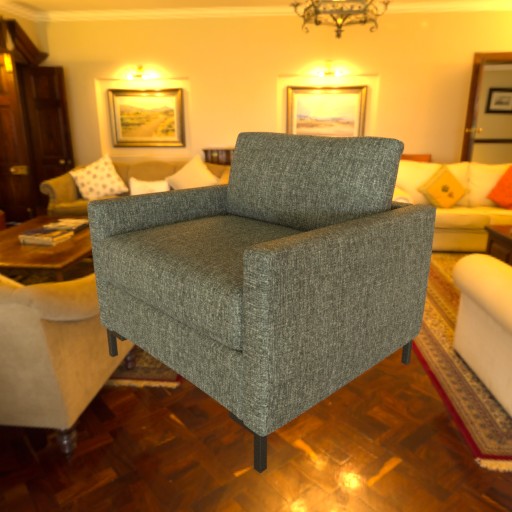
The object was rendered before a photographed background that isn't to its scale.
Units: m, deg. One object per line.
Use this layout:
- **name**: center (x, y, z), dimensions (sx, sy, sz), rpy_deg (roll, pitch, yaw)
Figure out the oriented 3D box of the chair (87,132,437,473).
- **chair**: center (0.000, 0.000, 1.627), dimensions (0.866, 0.861, 0.963), rpy_deg (-16, 23, -42)
